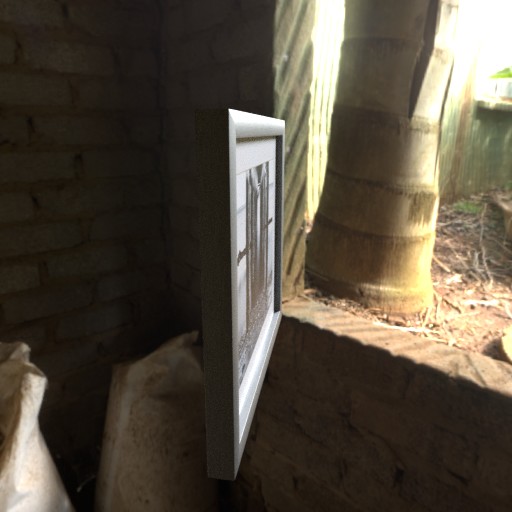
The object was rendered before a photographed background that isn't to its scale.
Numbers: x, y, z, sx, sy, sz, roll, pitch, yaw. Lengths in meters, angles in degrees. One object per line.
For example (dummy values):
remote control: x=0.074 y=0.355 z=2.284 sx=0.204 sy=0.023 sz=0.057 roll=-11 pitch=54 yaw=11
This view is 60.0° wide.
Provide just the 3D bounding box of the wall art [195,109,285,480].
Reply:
wall art: x=0.000 y=0.000 z=0.551 sx=0.028 sy=0.330 sz=0.380 roll=3 pitch=16 yaw=9
